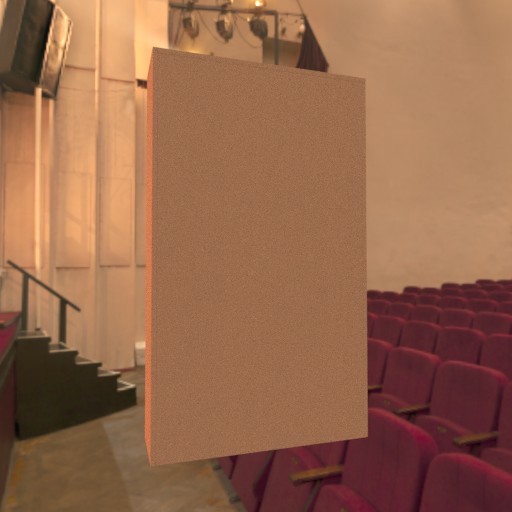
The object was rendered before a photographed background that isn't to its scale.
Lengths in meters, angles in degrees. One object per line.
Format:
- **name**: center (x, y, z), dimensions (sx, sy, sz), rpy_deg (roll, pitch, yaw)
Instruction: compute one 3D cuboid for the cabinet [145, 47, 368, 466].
- **cabinet**: center (0.000, 0.000, 1.585), dimensions (0.750, 1.280, 0.250), rpy_deg (0, -1, -18)
